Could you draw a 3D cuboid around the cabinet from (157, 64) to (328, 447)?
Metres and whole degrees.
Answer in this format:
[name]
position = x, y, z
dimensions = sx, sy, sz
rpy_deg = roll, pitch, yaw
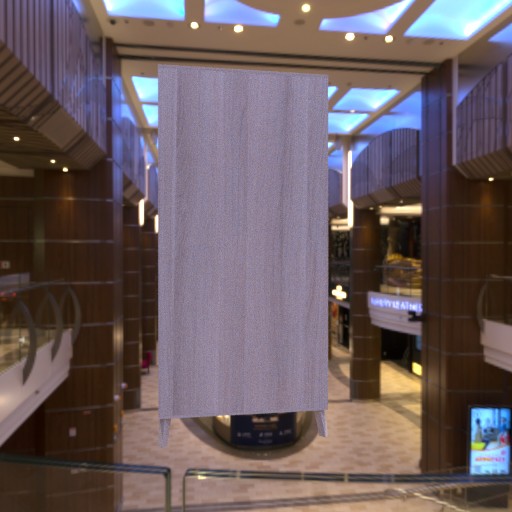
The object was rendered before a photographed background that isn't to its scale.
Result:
[cabinet]
position = 0.000, 0.000, 2.685
dimensions = 0.969, 1.957, 1.272
rpy_deg = 0, 0, 36
